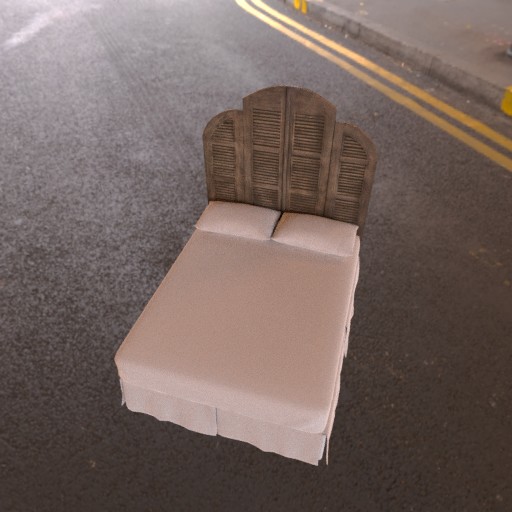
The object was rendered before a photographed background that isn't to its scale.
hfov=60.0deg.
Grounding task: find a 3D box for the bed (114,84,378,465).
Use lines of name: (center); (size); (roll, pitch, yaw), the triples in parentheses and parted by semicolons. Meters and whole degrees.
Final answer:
bed: (0.000, 0.000, 3.564); (1.713, 2.019, 2.138); (11, 42, 12)
